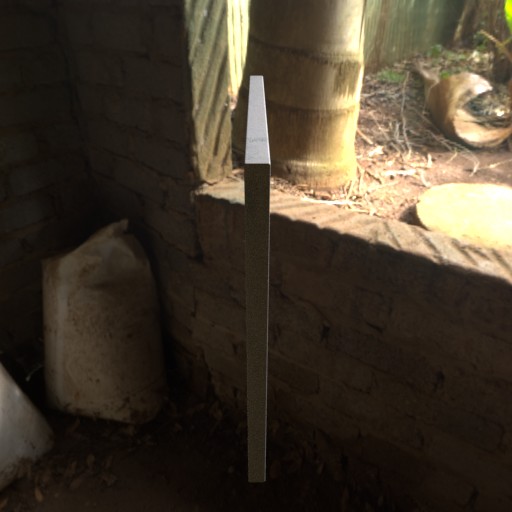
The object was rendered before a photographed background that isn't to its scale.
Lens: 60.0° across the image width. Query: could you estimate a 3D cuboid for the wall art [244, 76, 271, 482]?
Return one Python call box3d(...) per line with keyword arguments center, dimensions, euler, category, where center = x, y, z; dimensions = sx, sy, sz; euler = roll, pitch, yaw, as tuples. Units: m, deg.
box3d(center=(0.000, 0.000, 1.153), dimensions=(0.041, 0.762, 0.762), euler=(0, 31, 0), category="wall art")
